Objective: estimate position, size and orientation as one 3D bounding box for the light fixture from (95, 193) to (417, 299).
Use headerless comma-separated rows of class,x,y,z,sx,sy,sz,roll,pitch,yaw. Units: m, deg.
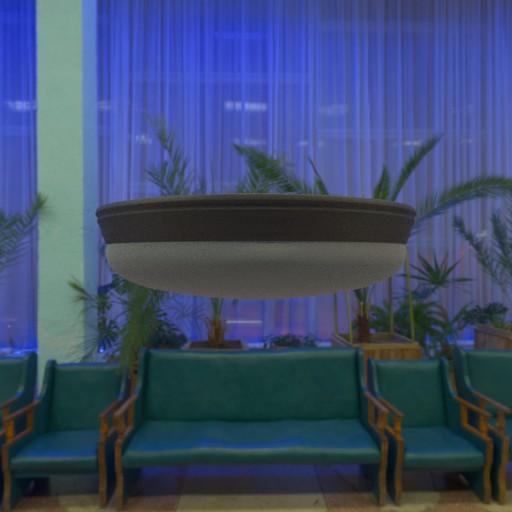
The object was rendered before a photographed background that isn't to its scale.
light fixture,0.000,0.000,0.540,0.368,0.100,0.368,0,0,0
